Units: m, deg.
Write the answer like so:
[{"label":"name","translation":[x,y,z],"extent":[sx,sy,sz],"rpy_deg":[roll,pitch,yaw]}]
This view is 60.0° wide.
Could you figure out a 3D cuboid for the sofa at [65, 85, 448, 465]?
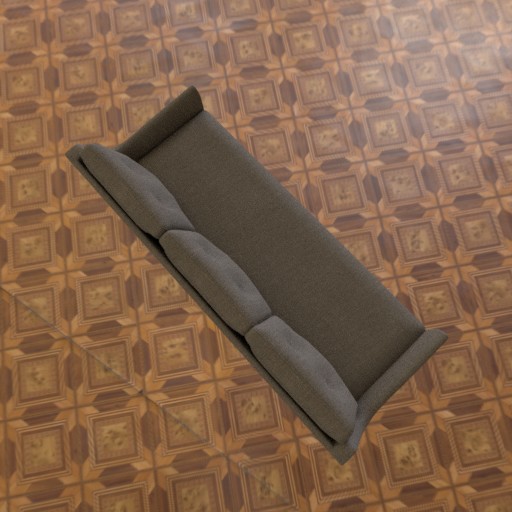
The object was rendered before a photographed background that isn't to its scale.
[{"label":"sofa","translation":[0.000,0.000,2.503],"extent":[0.849,0.837,2.060],"rpy_deg":[-42,79,-10]}]
